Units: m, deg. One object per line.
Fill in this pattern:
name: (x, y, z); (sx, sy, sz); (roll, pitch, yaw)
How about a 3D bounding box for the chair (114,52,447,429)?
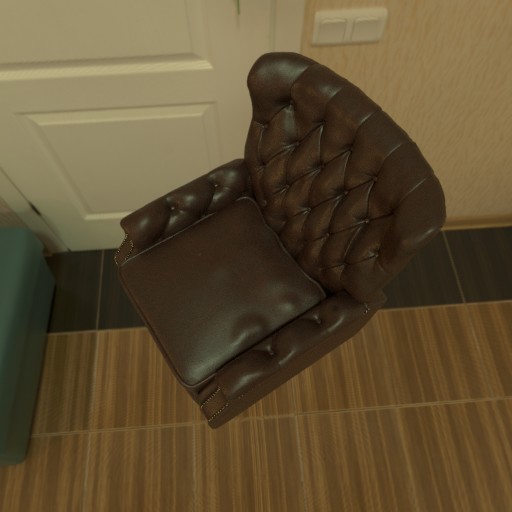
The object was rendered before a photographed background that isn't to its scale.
chair: (0.000, 0.000, 1.441); (0.823, 0.864, 0.709); (-31, 67, -14)
